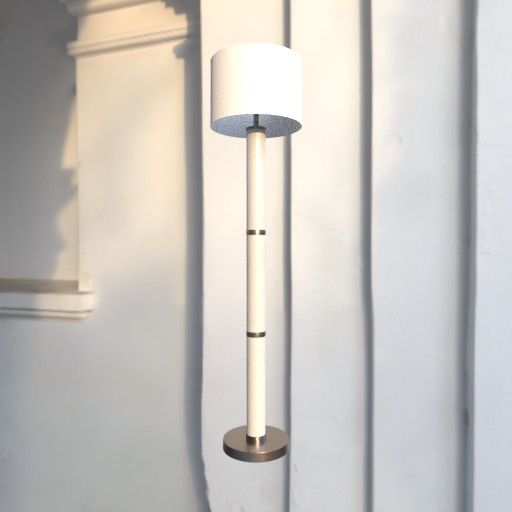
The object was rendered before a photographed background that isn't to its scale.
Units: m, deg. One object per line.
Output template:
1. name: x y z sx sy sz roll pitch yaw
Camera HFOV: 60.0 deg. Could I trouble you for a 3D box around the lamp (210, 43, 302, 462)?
1. lamp: 0.000 0.000 1.844 0.377 1.599 0.377 1 1 36
